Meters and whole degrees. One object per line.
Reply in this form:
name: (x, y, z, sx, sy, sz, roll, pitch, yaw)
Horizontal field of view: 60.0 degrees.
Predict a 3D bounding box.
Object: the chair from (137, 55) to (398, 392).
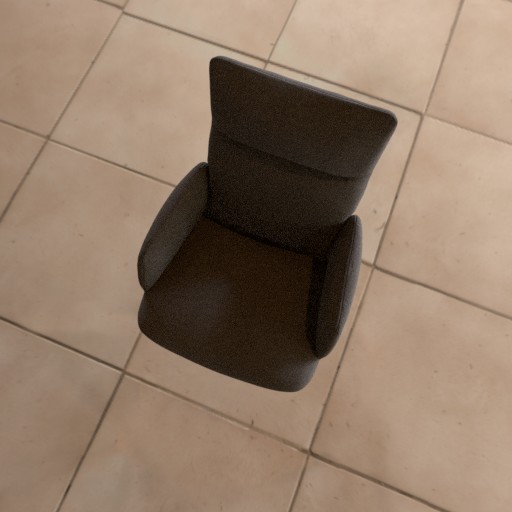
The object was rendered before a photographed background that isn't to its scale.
chair: (0.000, 0.000, 1.552, 0.702, 0.984, 0.831, 20, 75, 5)
